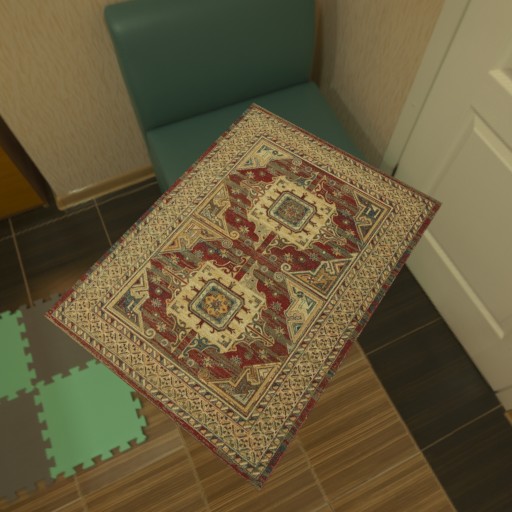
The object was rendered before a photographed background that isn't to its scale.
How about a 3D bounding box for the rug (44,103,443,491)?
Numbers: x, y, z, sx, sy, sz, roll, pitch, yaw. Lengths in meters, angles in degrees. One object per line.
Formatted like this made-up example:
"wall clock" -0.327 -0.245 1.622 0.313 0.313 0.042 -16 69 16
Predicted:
"rug" 0.000 0.000 4.240 2.381 0.013 3.197 33 68 15
